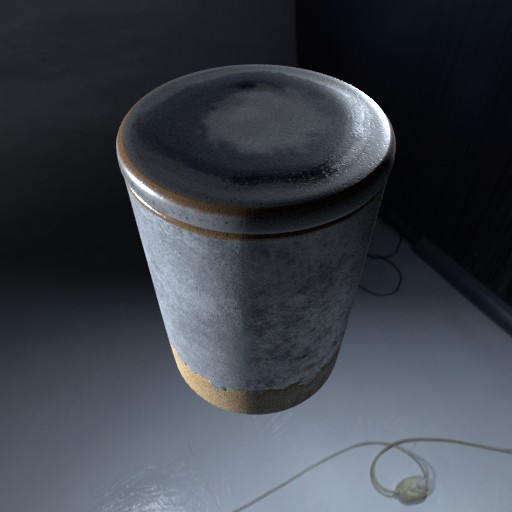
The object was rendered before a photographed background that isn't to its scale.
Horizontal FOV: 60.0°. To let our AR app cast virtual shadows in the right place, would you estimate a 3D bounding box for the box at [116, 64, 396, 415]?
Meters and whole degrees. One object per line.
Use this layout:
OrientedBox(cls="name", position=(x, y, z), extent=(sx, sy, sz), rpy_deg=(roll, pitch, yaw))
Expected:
OrientedBox(cls="box", position=(0.000, 0.000, 0.249), extent=(0.118, 0.168, 0.118), rpy_deg=(0, 47, 0))
